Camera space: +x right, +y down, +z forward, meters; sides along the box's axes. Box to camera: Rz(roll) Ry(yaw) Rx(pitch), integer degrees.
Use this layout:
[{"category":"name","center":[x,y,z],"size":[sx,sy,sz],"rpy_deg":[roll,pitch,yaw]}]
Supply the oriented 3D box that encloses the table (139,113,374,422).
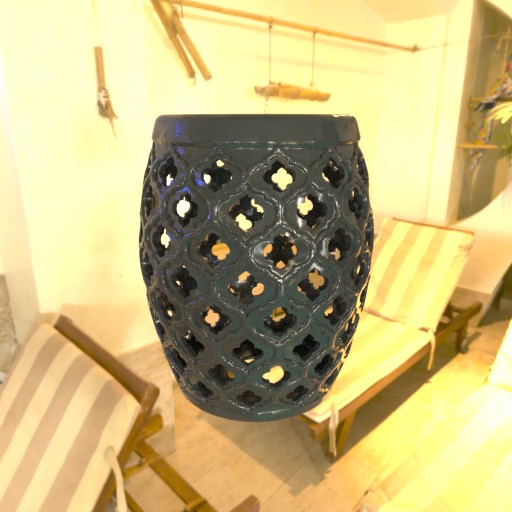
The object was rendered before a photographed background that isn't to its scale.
[{"category":"table","center":[0.000,0.000,0.639],"size":[0.325,0.388,0.325],"rpy_deg":[0,17,0]}]
